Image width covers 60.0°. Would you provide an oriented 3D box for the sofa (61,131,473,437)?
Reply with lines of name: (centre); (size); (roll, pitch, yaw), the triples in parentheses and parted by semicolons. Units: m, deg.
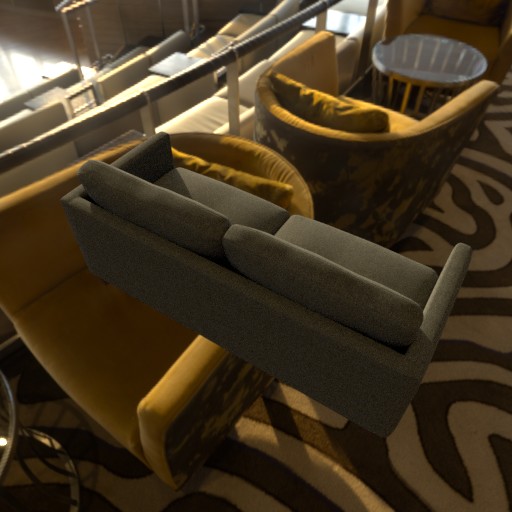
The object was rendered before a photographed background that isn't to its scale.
sofa: (0.000, 0.000, 2.688); (2.208, 0.965, 0.948); (25, 52, 22)
